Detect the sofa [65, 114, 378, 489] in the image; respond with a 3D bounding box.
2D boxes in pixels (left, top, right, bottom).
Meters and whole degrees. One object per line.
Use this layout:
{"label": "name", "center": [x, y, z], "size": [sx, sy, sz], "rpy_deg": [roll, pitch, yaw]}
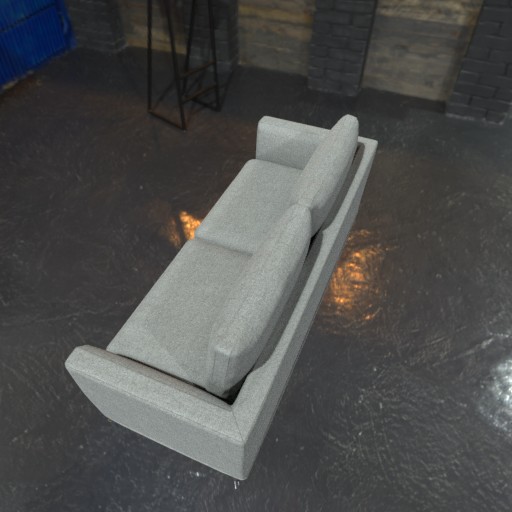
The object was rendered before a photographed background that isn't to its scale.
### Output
{"label": "sofa", "center": [0.000, 0.000, 2.614], "size": [0.869, 1.002, 2.212], "rpy_deg": [18, 50, 16]}
